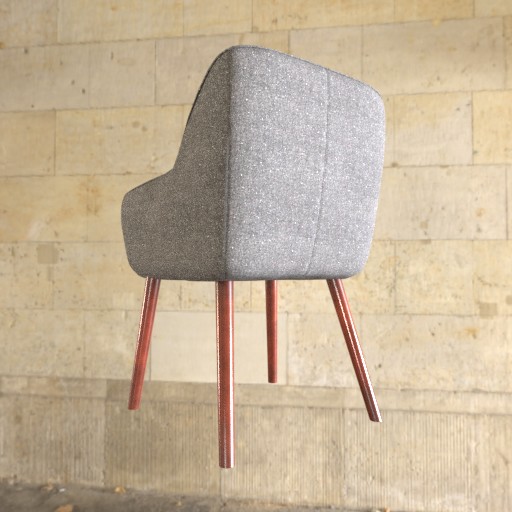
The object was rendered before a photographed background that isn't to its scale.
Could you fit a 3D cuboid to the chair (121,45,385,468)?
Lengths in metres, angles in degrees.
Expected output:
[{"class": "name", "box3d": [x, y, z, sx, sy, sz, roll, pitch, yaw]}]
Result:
[{"class": "chair", "box3d": [0.000, 0.000, 1.135, 0.543, 0.803, 0.519, 1, -2, -36]}]
